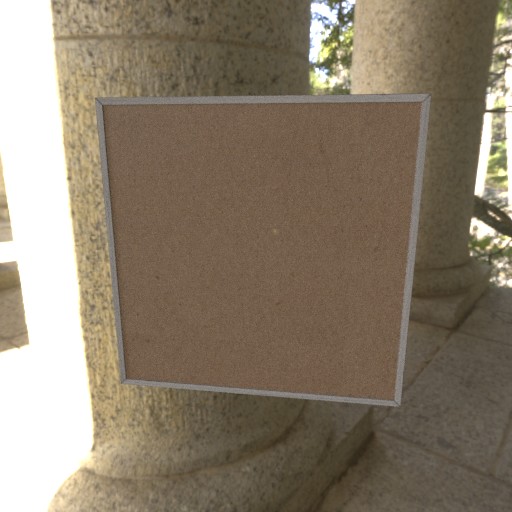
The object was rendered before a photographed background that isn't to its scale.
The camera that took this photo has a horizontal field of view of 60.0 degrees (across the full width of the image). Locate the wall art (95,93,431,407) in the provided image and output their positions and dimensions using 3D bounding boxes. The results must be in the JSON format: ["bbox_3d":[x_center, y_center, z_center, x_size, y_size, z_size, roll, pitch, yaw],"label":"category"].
[{"bbox_3d":[0.000,0.000,0.749,0.508,0.508,0.038,2,15,8],"label":"wall art"}]
